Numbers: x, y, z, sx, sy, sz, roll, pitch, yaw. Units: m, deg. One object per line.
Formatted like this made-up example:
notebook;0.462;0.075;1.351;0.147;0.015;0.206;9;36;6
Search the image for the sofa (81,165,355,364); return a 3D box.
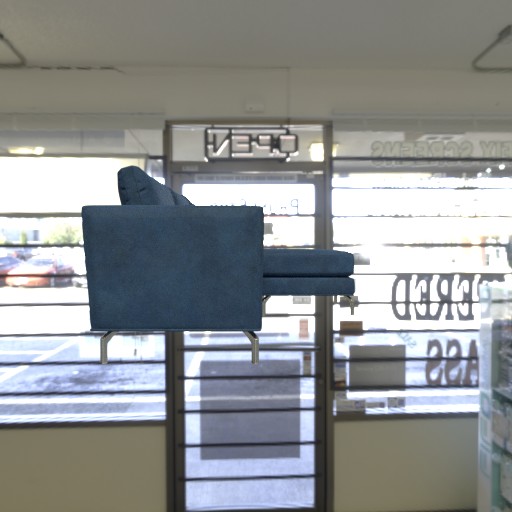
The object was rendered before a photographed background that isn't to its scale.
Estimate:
sofa;0.000;0.000;3.260;1.622;0.987;2.438;0;1;0
